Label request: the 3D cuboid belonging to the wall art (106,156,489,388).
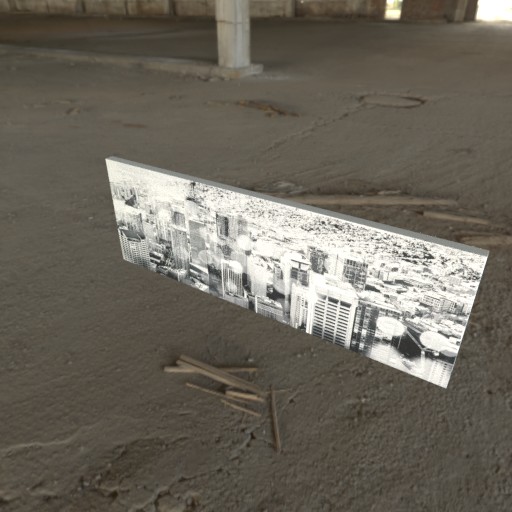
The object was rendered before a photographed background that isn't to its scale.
[{"bbox_3d":[0.000,0.000,1.703,1.520,0.507,0.044,18,35,28],"label":"wall art"}]
